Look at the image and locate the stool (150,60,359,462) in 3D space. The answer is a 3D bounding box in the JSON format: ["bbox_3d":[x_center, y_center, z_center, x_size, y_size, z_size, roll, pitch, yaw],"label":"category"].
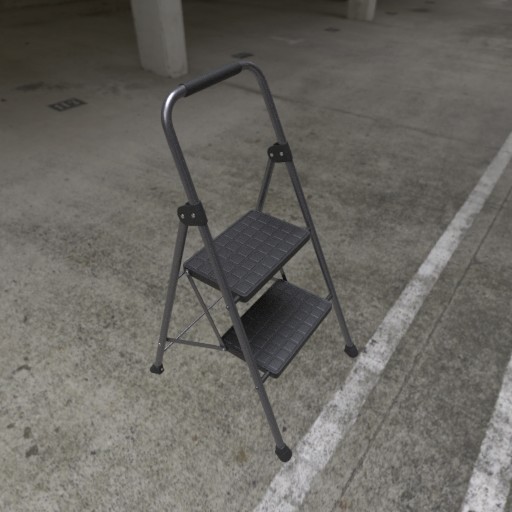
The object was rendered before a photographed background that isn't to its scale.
[{"bbox_3d":[0.000,0.000,1.134,0.514,0.872,0.450,24,46,26],"label":"stool"}]
